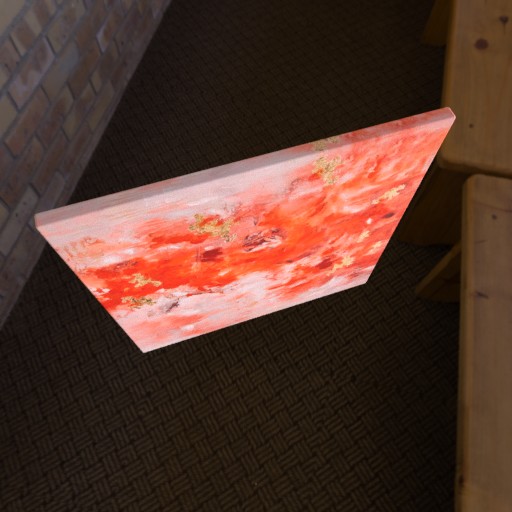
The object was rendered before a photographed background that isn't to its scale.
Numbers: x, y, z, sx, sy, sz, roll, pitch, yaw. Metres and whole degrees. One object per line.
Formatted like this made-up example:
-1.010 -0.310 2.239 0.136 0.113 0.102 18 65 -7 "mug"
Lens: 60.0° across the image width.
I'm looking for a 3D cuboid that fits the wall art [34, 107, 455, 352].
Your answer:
0.000 0.000 1.283 0.878 0.878 0.066 -16 64 -8 "wall art"
